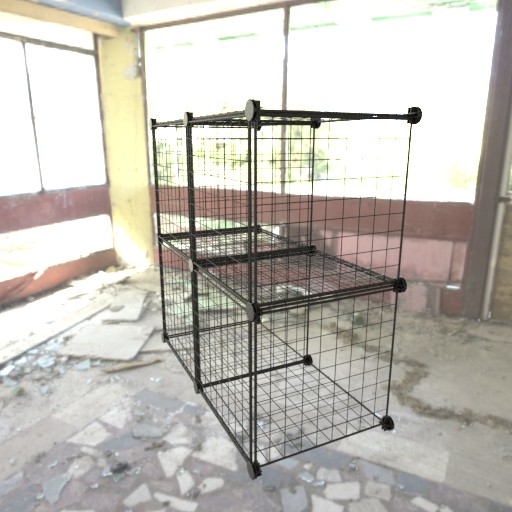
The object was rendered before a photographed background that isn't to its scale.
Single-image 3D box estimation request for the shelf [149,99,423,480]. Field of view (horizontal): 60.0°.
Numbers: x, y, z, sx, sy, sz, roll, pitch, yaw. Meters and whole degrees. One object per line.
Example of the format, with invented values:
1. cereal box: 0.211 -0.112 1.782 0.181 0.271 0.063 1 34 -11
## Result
1. shelf: 0.000 0.000 1.159 0.356 0.711 0.711 -7 16 -25
